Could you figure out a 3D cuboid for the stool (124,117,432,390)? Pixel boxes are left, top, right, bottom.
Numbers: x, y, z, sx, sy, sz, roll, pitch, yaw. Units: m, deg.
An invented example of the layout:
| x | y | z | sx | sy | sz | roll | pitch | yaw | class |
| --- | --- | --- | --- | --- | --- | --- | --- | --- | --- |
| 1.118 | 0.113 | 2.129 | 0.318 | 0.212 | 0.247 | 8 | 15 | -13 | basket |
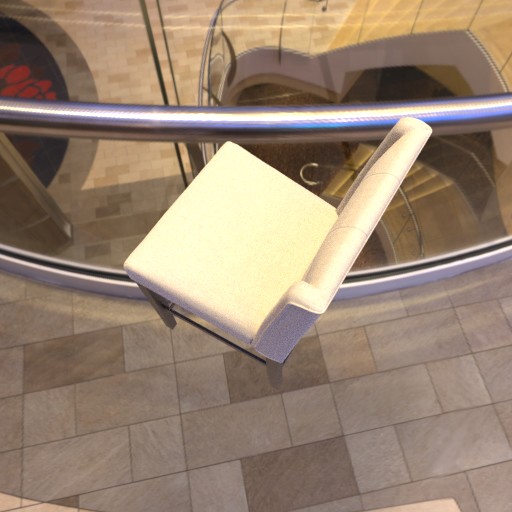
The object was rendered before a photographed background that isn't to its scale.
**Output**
| x | y | z | sx | sy | sz | roll | pitch | yaw | class |
| --- | --- | --- | --- | --- | --- | --- | --- | --- | --- |
| 0.000 | 0.000 | 1.211 | 0.509 | 0.939 | 0.474 | 30 | 68 | 13 | stool |
